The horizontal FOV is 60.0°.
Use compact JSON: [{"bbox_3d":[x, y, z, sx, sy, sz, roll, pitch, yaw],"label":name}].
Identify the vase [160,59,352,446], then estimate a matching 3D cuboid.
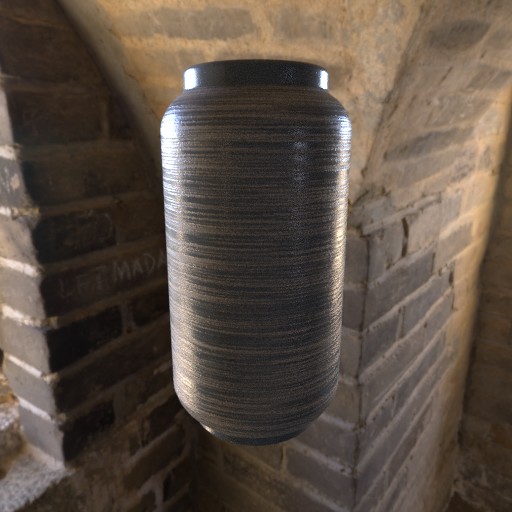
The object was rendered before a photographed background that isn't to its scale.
[{"bbox_3d":[0.000,0.000,0.296,0.116,0.230,0.116,0,15,0],"label":"vase"}]
